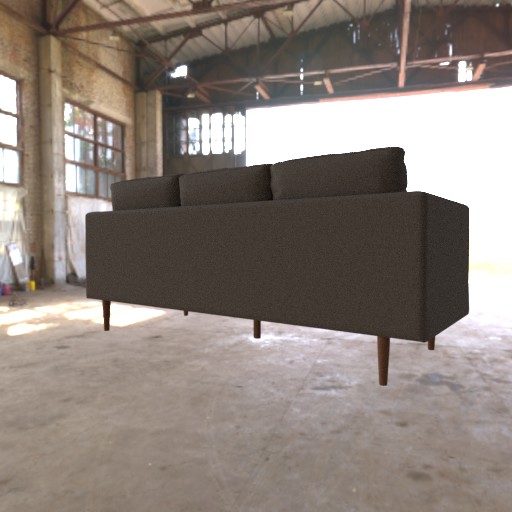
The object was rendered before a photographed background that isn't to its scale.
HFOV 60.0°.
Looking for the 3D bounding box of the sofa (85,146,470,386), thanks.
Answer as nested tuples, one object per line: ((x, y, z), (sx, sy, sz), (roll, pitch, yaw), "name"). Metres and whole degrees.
((0.000, 0.000, 2.437), (2.029, 0.912, 0.802), (1, 2, 36), "sofa")
